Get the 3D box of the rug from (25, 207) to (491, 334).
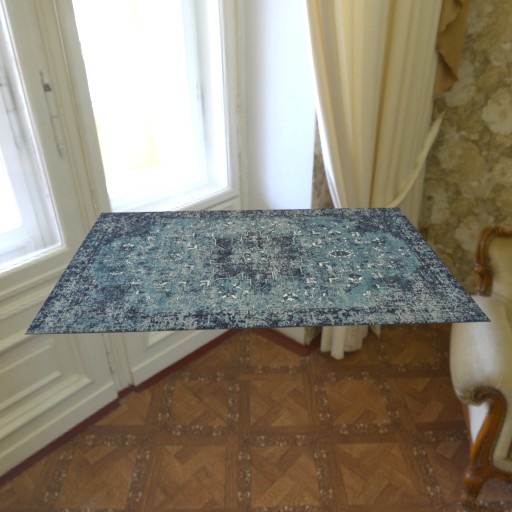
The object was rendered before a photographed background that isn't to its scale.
[{"bbox_3d":[0.000,0.000,2.973,2.440,0.007,1.525,-1,30,-2],"label":"rug"}]
